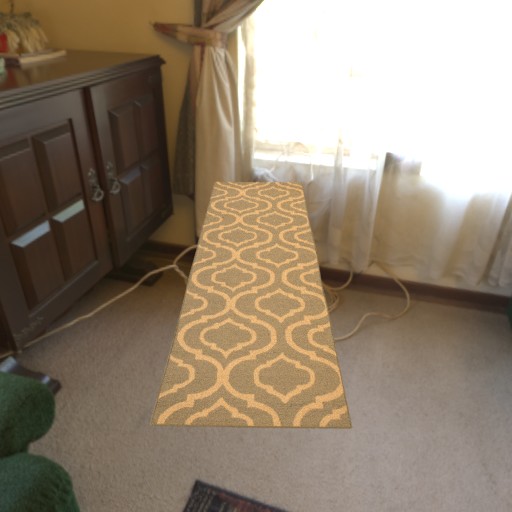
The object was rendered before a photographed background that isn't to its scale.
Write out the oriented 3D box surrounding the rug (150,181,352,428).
[{"bbox_3d":[0.000,0.000,2.467,0.684,0.009,2.275,0,30,1],"label":"rug"}]
